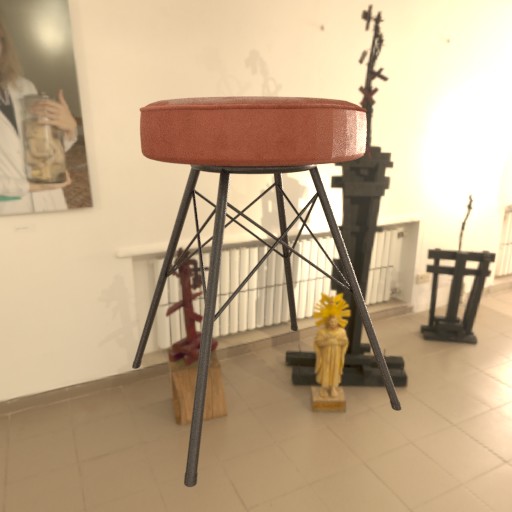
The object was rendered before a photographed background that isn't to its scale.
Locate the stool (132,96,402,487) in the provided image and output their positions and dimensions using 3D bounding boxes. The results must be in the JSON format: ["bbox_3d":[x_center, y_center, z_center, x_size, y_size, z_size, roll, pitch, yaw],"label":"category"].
[{"bbox_3d":[0.000,0.000,0.892,0.457,0.593,0.421,-8,18,-25],"label":"stool"}]
